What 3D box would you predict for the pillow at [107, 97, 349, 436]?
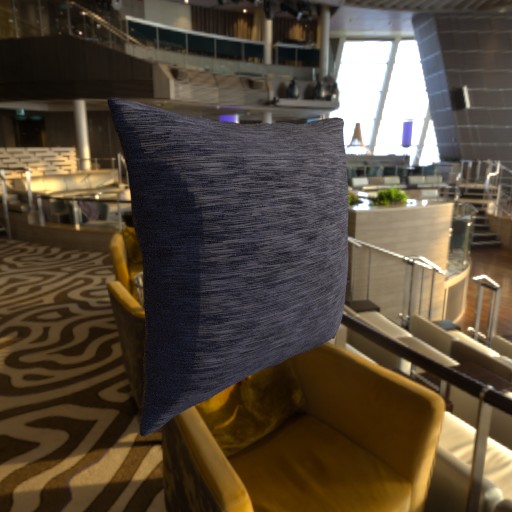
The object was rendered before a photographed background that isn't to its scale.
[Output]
[{"bbox_3d":[0.000,0.000,0.693,0.452,0.439,0.204,-13,19,-43],"label":"pillow"}]
